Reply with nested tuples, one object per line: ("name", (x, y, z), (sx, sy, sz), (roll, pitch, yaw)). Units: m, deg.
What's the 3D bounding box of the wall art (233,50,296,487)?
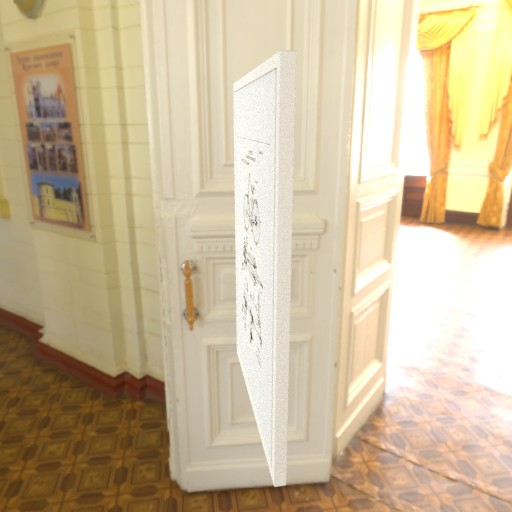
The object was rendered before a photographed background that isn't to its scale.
("wall art", (0.000, 0.000, 0.618), (0.015, 0.477, 0.332), (-3, 17, -10))
